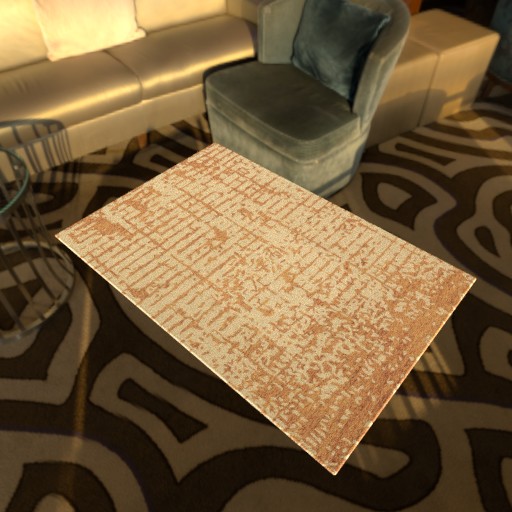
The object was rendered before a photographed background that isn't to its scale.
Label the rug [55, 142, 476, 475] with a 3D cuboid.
[{"bbox_3d":[0.000,0.000,2.290,1.829,0.011,1.219,33,55,27],"label":"rug"}]
